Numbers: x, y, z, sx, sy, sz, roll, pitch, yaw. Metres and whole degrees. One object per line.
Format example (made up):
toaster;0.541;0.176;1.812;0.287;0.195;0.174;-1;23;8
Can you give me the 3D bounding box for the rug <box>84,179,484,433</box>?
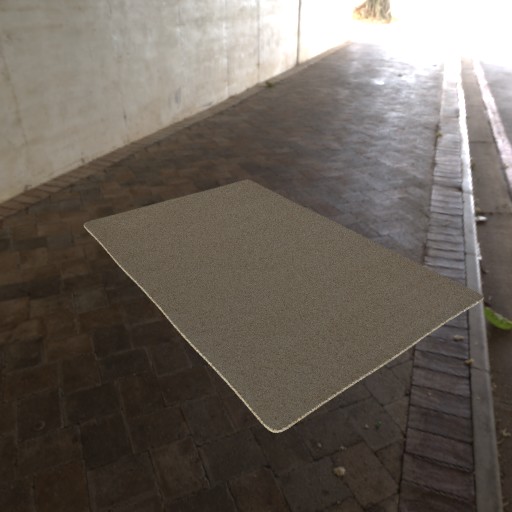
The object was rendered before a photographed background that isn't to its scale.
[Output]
rug;0.000;0.000;3.415;1.798;0.025;2.698;-21;36;-31
